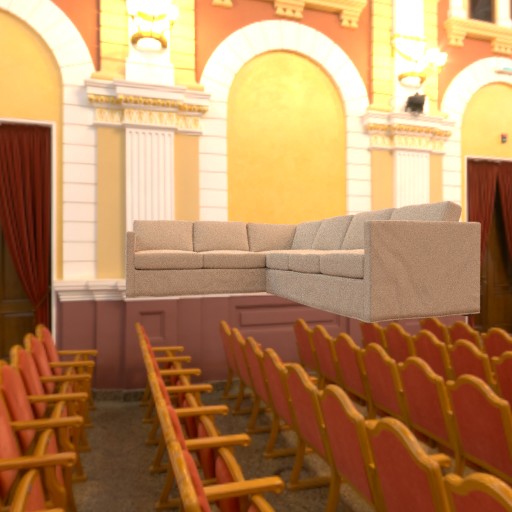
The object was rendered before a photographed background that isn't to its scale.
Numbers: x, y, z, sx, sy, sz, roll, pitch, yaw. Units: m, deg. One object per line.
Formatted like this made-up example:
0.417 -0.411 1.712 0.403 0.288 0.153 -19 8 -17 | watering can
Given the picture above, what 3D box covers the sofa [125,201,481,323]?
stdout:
0.000 0.000 4.347 2.432 0.871 3.182 0 1 -17 | sofa
